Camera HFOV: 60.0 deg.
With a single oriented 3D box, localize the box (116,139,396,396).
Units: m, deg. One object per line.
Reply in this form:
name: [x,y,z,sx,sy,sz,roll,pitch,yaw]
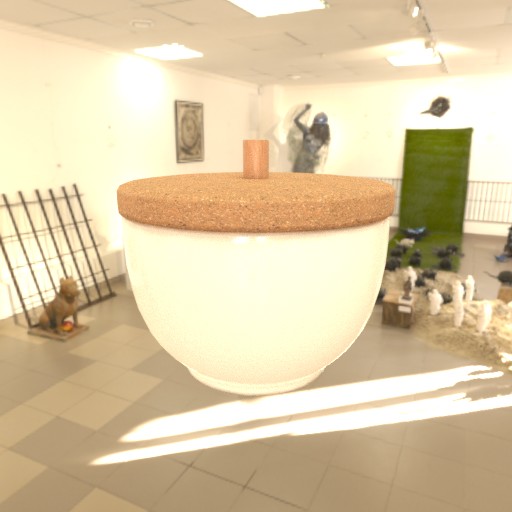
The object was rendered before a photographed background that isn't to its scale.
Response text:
box: [0.000,0.000,0.185,0.107,0.094,0.107,0,14,0]
